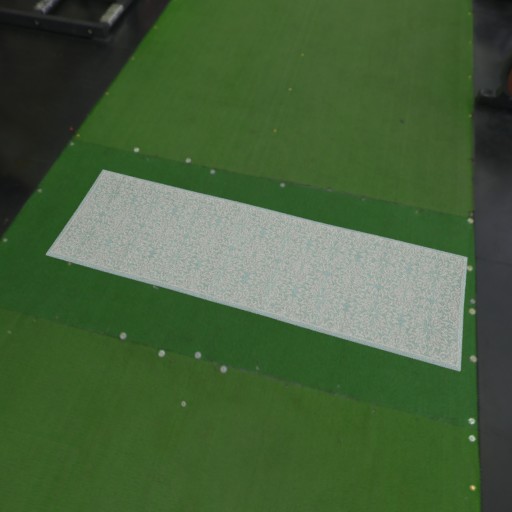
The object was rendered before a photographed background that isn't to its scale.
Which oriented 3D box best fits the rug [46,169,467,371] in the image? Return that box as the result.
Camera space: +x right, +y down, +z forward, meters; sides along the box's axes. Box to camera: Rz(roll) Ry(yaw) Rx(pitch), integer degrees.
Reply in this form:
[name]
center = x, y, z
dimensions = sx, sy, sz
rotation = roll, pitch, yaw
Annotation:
[rug]
center = 0.000, 0.000, 2.408
dimensions = 2.196, 0.011, 0.662
rotation = 15, 58, 9
